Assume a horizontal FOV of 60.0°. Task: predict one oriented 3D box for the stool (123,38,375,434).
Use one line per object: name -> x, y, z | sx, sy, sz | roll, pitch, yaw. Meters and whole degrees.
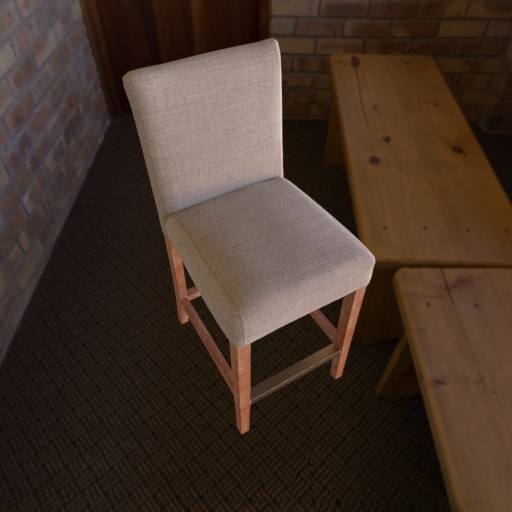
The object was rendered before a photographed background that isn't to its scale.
stool -> 0.000, 0.000, 1.351 | 0.454, 1.039, 0.567 | -23, 51, -20
